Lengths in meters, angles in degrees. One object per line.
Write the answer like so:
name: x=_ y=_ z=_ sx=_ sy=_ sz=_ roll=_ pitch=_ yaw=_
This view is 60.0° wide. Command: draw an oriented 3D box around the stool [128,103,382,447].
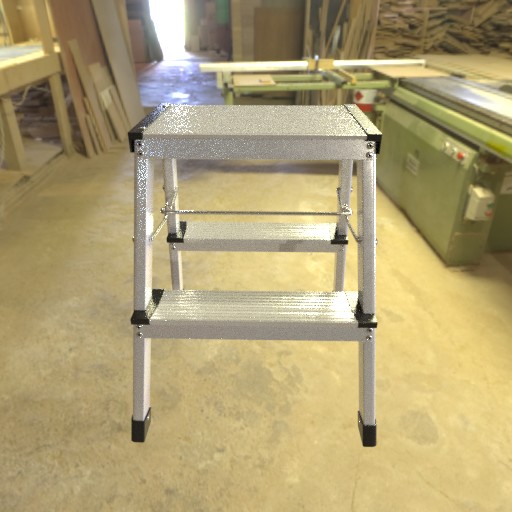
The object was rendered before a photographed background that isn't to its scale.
stool: x=0.000 y=0.000 z=0.781 sx=0.404 sy=0.480 sz=0.405 roll=1 pitch=29 yaw=1
